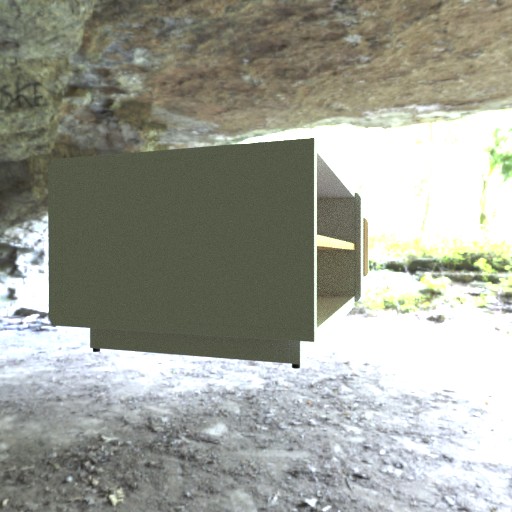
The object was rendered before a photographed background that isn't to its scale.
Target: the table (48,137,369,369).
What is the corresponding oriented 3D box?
[{"bbox_3d":[0.000,0.000,1.432,0.639,0.442,1.097,0,0,18],"label":"table"}]
